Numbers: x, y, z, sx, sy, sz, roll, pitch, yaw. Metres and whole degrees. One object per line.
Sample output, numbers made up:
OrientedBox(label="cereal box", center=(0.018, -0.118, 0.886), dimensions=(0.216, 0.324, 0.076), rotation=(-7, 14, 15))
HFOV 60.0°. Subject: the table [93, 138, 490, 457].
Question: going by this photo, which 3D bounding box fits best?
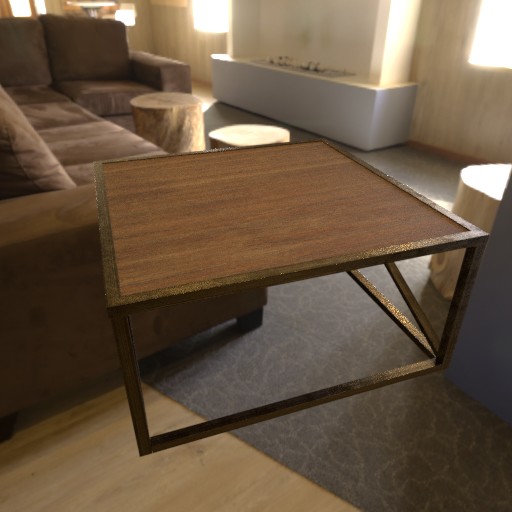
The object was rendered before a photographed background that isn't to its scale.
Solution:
OrientedBox(label="table", center=(0.000, 0.000, 1.445), dimensions=(0.909, 0.451, 0.899), rotation=(-10, 32, -16))
